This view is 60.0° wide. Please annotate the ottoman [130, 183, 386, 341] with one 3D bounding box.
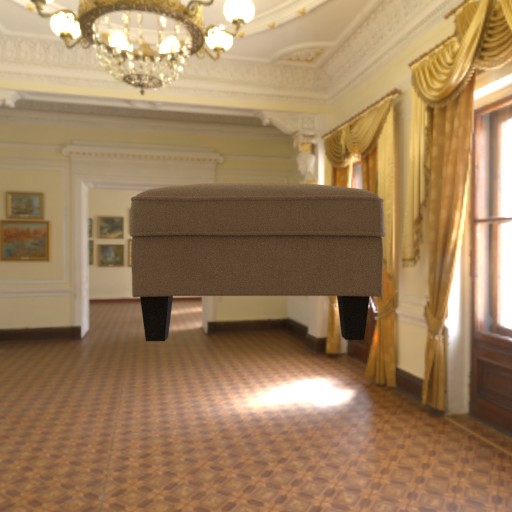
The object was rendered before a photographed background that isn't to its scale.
[{"bbox_3d":[0.000,0.000,2.035,0.735,0.460,1.726,0,0,-1],"label":"ottoman"}]
